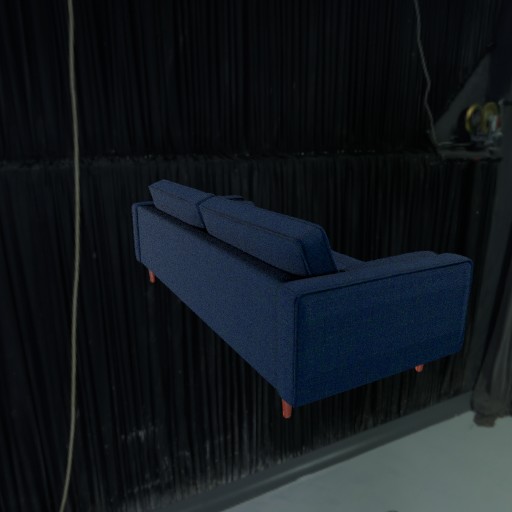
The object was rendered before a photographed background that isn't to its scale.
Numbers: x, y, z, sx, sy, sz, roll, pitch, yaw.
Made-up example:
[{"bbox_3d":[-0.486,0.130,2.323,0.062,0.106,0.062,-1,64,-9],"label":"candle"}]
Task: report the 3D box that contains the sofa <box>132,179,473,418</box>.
[{"bbox_3d":[0.000,0.000,2.616,0.914,0.762,2.210,-8,18,-28],"label":"sofa"}]
